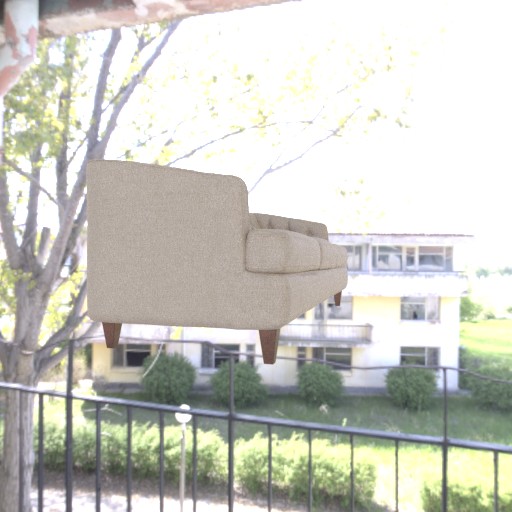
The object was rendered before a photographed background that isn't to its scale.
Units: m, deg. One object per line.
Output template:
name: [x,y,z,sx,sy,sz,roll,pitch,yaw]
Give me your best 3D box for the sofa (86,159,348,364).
sofa: [0.000,0.000,2.695,0.913,0.788,2.235,0,-1,17]
